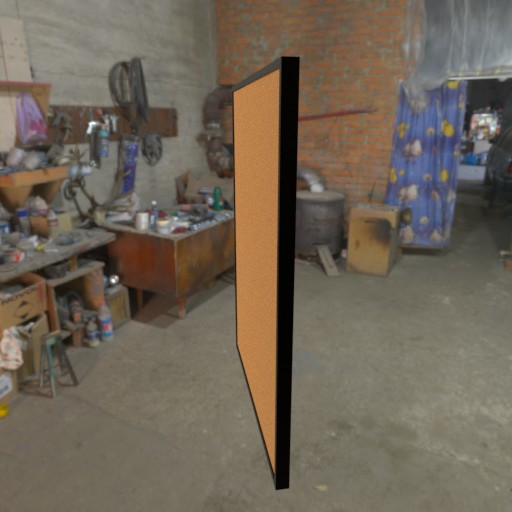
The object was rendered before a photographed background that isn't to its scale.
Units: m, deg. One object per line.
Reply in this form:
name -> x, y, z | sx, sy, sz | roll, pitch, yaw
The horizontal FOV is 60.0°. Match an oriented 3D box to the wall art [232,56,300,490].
wall art -> 0.000, 0.000, 1.408 | 0.040, 1.062, 0.805 | -3, 17, -10
